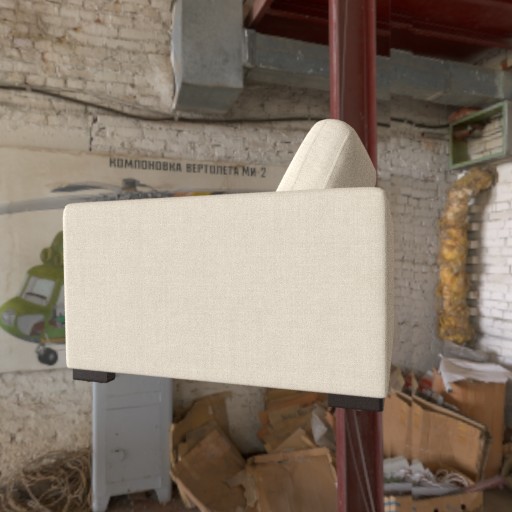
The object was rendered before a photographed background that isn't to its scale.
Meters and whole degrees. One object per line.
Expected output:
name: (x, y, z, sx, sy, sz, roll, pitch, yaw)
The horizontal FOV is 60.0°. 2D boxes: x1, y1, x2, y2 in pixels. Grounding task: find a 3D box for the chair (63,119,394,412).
chair: (0.000, 0.000, 1.871, 1.100, 0.876, 1.070, 0, 0, 18)
